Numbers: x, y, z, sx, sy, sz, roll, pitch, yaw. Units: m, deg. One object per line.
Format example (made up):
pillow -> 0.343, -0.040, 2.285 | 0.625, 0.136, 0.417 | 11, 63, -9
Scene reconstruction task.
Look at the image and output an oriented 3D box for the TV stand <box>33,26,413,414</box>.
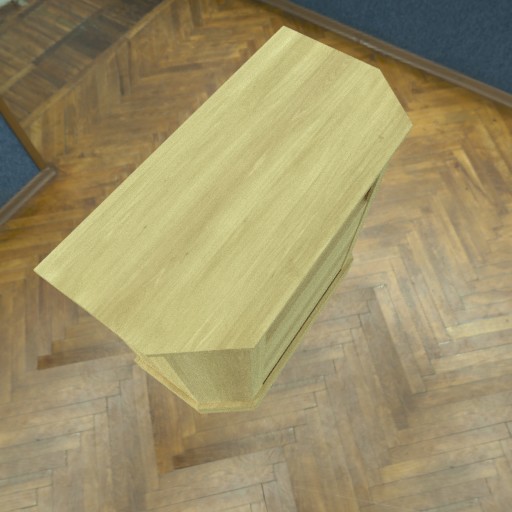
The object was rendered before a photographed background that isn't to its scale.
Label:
TV stand -> 0.000, 0.000, 1.283 | 0.425, 0.781, 0.851 | 32, 68, 15
